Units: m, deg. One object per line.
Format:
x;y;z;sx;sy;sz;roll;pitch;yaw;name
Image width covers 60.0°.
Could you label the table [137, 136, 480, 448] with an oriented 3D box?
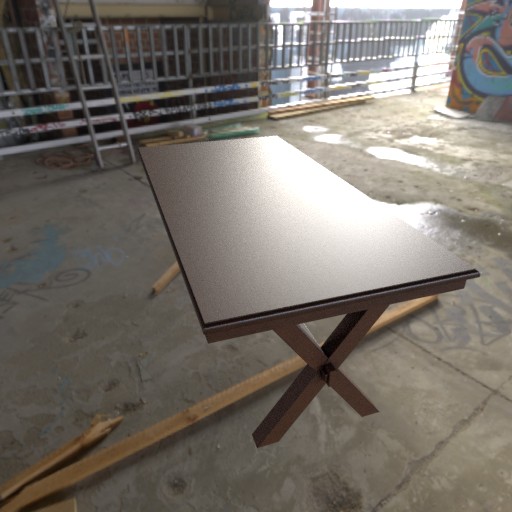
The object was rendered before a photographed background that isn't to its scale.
0.000;0.000;1.453;0.594;0.459;1.197;-9;31;-16;table
